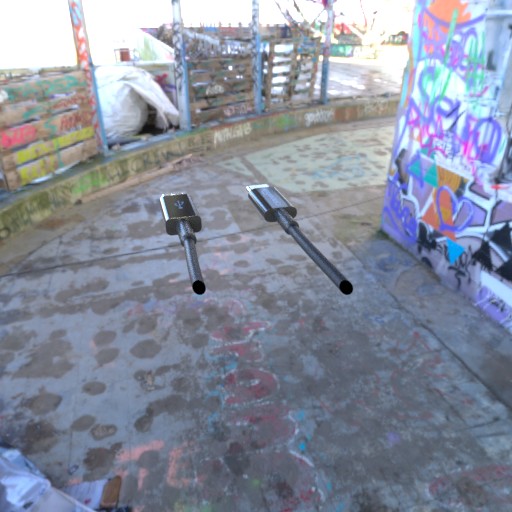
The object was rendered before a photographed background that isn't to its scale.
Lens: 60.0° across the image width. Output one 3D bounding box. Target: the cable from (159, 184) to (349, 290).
[{"bbox_3d":[0.000,0.000,0.113,0.040,0.006,0.098,-8,29,-14],"label":"cable"}]
